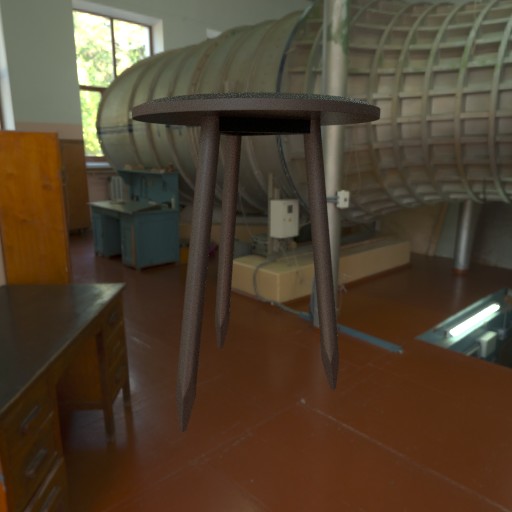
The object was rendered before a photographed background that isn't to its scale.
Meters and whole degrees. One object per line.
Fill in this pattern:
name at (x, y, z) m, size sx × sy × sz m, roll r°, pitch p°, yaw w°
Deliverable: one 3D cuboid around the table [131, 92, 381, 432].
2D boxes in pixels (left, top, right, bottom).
table at (0.000, 0.000, 0.909) m, size 0.457 × 0.585 × 0.457 m, roll 0°, pitch 13°, yaw 0°
